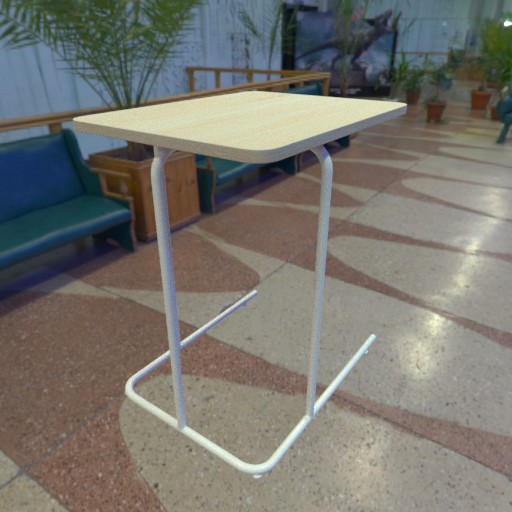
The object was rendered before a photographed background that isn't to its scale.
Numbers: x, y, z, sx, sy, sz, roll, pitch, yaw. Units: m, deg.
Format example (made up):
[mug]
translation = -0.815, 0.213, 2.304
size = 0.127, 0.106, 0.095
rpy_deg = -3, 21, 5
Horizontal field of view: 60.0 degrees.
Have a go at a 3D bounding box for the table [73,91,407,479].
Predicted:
[table]
translation = 0.000, 0.000, 0.872
size = 0.370, 0.550, 0.480
rpy_deg = 18, 31, 32
